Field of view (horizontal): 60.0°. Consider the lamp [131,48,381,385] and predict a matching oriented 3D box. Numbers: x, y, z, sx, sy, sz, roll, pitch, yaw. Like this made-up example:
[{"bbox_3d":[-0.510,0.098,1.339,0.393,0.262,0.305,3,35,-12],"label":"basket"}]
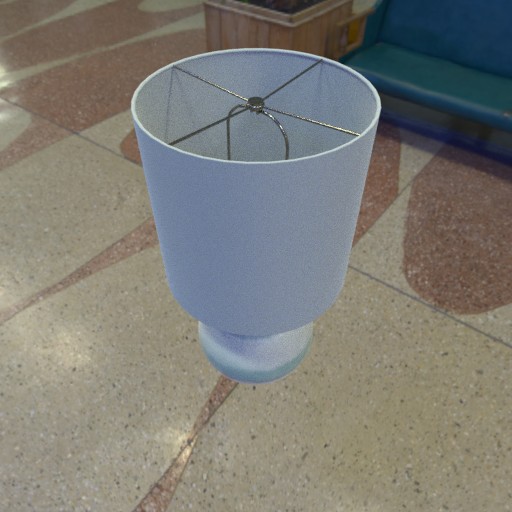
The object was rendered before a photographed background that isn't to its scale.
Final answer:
[{"bbox_3d":[0.000,0.000,0.534,0.217,0.404,0.217,30,52,27],"label":"lamp"}]
